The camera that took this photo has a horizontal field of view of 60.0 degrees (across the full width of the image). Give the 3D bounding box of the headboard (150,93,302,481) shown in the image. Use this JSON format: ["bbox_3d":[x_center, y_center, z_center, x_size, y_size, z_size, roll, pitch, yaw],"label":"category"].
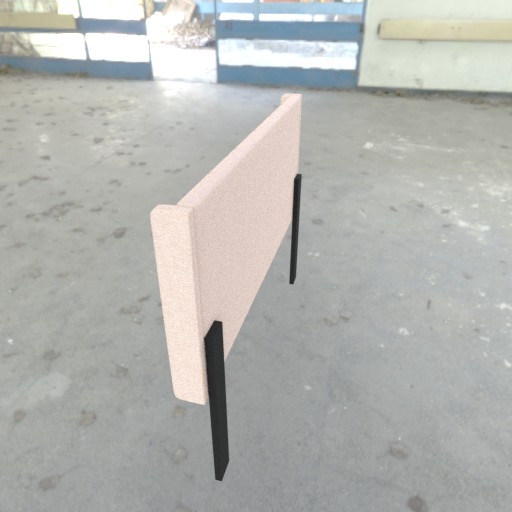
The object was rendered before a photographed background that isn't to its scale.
[{"bbox_3d":[0.000,0.000,2.703,0.184,1.524,2.051,8,32,13],"label":"headboard"}]
